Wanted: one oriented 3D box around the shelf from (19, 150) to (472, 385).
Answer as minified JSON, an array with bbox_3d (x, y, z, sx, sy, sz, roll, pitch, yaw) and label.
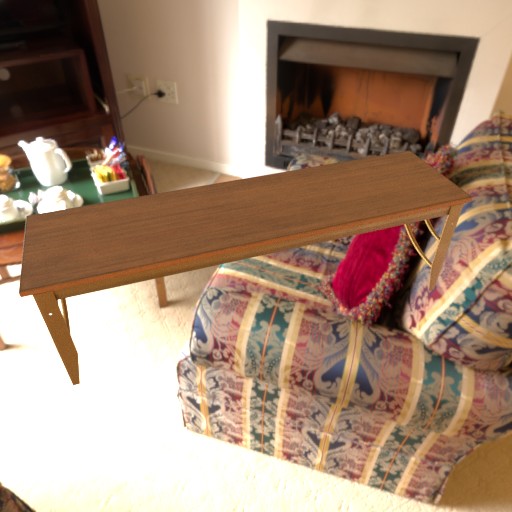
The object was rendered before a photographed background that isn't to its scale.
[{"bbox_3d":[0.000,0.000,0.711,0.636,0.190,0.166,-12,41,-14],"label":"shelf"}]
